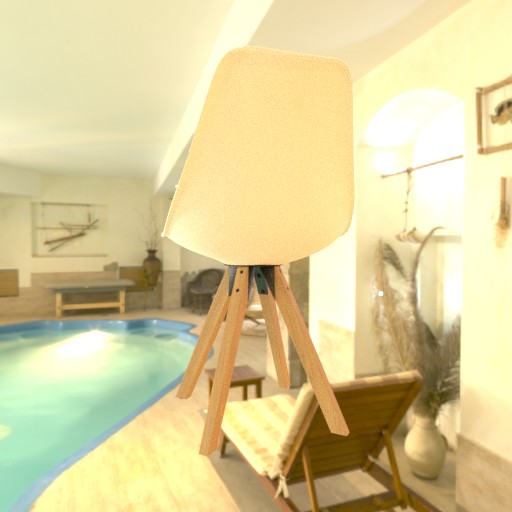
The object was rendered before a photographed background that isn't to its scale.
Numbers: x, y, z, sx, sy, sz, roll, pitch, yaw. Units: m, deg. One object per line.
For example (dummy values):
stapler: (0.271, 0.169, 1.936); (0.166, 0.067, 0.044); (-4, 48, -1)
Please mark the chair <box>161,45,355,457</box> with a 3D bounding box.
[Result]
chair: (0.000, 0.000, 1.163); (0.485, 0.849, 0.550); (-1, 2, -18)
